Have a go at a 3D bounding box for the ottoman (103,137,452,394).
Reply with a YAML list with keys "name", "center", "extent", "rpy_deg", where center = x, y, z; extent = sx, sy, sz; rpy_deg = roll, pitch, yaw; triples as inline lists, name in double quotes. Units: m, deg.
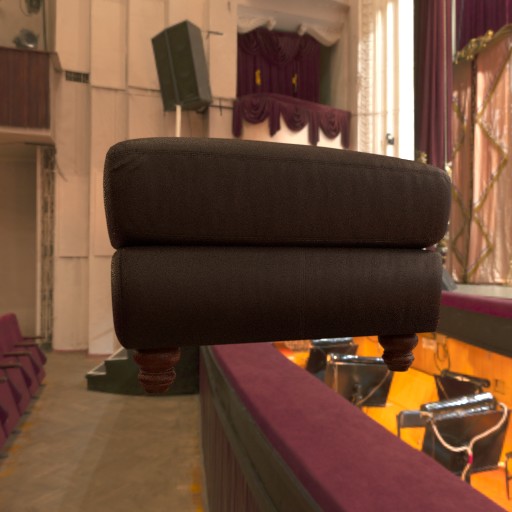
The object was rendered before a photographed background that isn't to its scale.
- name: "ottoman"
  center: [0.000, 0.000, 1.240]
  extent: [0.806, 0.569, 0.670]
  rpy_deg: [0, -1, -18]
